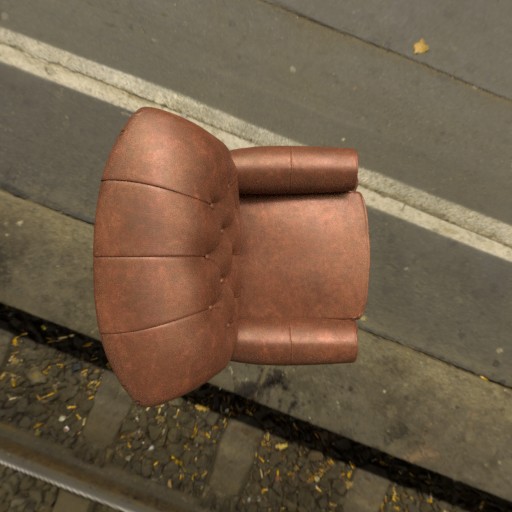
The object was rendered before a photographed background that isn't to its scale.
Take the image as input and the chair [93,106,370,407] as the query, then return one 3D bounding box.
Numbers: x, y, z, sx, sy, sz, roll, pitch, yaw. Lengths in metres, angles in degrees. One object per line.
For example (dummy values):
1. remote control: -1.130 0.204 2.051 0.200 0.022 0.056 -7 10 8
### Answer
1. chair: 0.000 0.000 1.940 1.031 1.162 0.979 0 91 0
